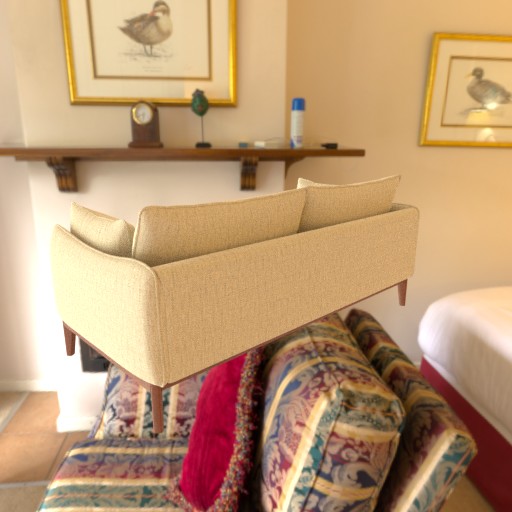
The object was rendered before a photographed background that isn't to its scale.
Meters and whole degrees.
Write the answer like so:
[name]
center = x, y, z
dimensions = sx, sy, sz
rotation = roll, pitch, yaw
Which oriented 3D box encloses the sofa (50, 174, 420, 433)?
[sofa]
center = 0.000, 0.000, 2.513
dimensions = 1.989, 0.860, 0.991
rotation = -14, 21, -42
